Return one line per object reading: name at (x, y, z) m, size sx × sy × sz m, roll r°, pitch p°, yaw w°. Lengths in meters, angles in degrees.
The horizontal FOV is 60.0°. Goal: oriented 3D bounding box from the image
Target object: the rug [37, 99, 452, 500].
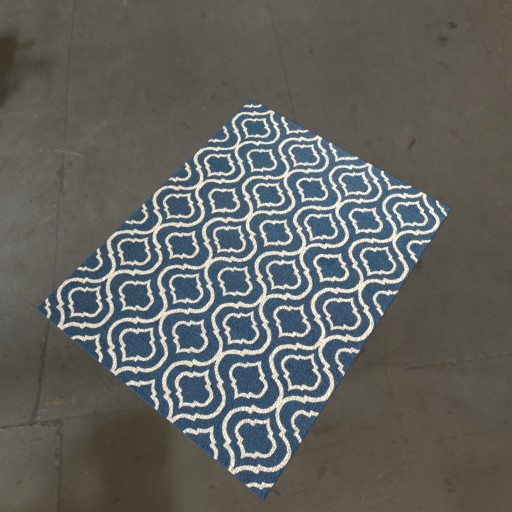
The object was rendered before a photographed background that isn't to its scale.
rug at (0.000, 0.000, 3.782) m, size 2.270 × 0.020 × 2.881 m, roll 34°, pitch 68°, yaw 16°
